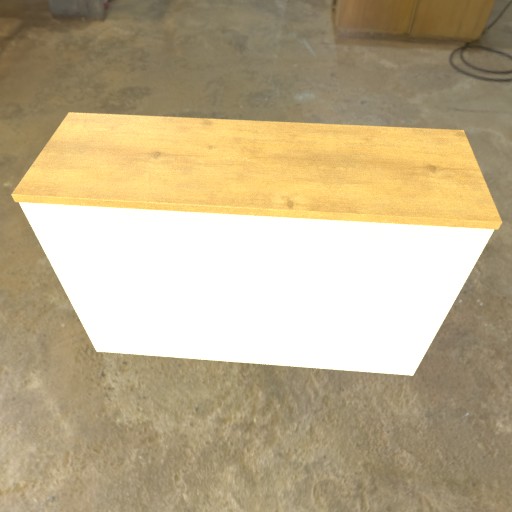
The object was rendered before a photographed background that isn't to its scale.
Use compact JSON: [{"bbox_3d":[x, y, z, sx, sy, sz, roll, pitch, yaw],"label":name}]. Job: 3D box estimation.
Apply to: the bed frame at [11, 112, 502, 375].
[{"bbox_3d":[0.000,0.000,1.626,1.300,0.850,0.430,4,48,3],"label":"bed frame"}]
